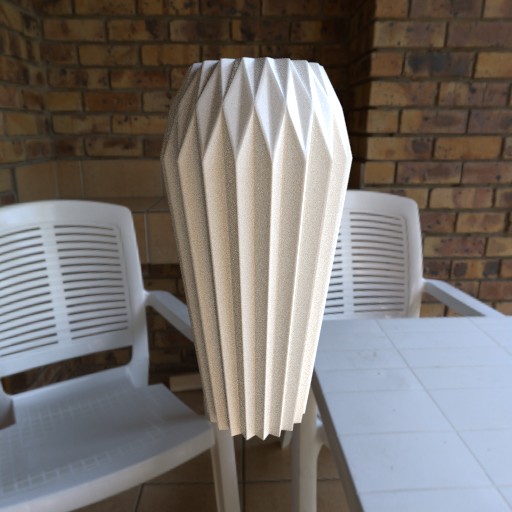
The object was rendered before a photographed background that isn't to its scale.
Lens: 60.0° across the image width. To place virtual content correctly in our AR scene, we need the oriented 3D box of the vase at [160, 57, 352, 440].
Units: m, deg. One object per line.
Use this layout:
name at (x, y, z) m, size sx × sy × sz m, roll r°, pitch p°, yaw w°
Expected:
vase at (0.000, 0.000, 0.333) m, size 0.133 × 0.263 × 0.133 m, roll 0°, pitch 16°, yaw 0°
